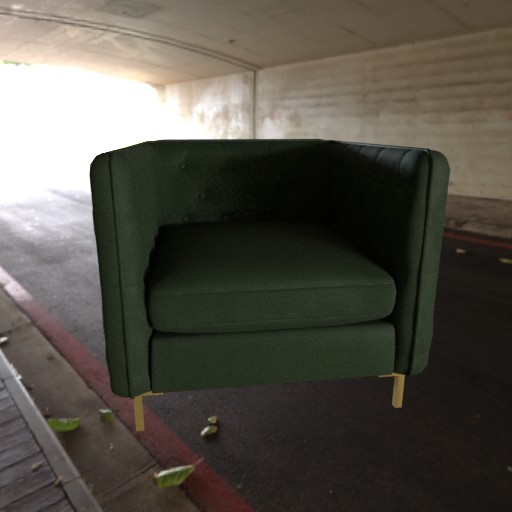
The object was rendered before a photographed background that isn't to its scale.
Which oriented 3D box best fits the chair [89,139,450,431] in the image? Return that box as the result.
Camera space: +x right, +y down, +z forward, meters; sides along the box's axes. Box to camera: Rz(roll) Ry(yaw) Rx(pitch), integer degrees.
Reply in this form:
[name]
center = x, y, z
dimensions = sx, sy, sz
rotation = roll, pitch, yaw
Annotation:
[chair]
center = 0.000, 0.000, 1.530
dimensions = 0.917, 0.768, 0.855
rotation = -2, 16, -8
